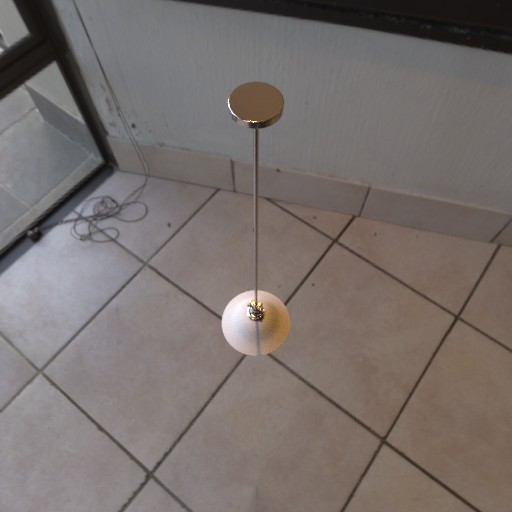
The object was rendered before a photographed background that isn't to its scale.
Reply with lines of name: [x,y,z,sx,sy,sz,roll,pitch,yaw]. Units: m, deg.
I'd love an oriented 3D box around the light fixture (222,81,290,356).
light fixture: [0.000,0.000,1.495,0.324,1.354,0.324,17,64,9]
